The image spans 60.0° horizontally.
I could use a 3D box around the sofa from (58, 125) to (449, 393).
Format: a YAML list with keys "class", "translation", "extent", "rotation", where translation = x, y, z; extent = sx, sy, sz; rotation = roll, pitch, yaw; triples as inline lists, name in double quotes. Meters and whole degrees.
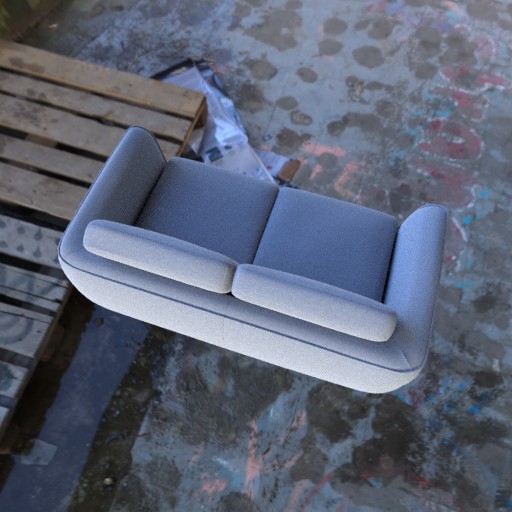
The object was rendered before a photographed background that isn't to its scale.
- class: "sofa"
  translation: [0.000, 0.000, 2.218]
  extent: [1.700, 0.850, 0.920]
  rotation: [17, 66, 8]
